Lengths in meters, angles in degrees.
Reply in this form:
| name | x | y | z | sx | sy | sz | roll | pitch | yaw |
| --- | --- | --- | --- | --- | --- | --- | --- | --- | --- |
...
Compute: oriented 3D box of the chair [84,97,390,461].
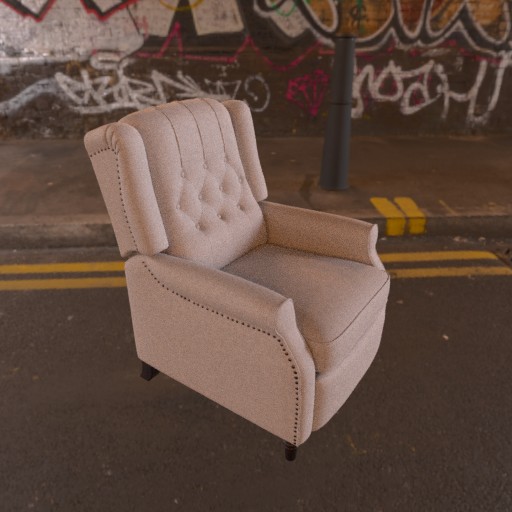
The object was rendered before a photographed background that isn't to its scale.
| name | x | y | z | sx | sy | sz | roll | pitch | yaw |
| --- | --- | --- | --- | --- | --- | --- | --- | --- | --- |
| chair | 0.000 | 0.000 | 1.632 | 0.902 | 1.035 | 0.742 | 18 | 32 | 31 |
